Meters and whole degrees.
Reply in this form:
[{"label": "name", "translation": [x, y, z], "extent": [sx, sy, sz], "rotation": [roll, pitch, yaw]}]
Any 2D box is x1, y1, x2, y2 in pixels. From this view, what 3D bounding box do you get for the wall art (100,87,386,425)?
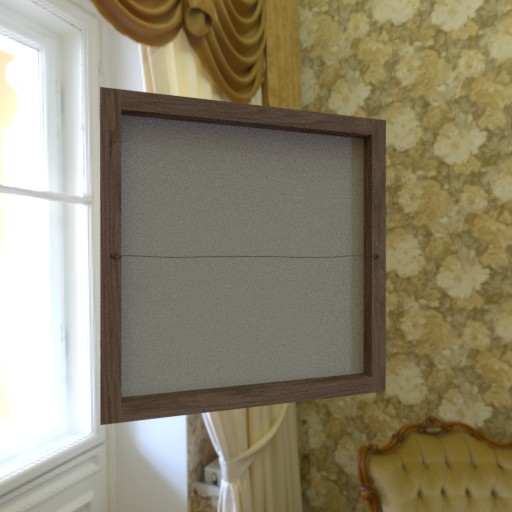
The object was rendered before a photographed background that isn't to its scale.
[{"label": "wall art", "translation": [0.000, 0.000, 0.918], "extent": [0.609, 0.613, 0.041], "rotation": [0, 0, -19]}]
